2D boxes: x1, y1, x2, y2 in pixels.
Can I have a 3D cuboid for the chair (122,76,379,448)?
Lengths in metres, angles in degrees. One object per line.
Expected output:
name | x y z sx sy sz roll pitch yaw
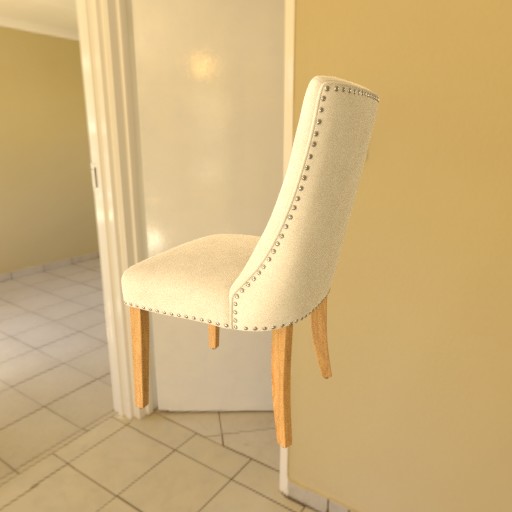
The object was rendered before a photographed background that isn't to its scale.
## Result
chair | 0.000 0.000 1.281 0.610 0.902 0.495 7 17 24
